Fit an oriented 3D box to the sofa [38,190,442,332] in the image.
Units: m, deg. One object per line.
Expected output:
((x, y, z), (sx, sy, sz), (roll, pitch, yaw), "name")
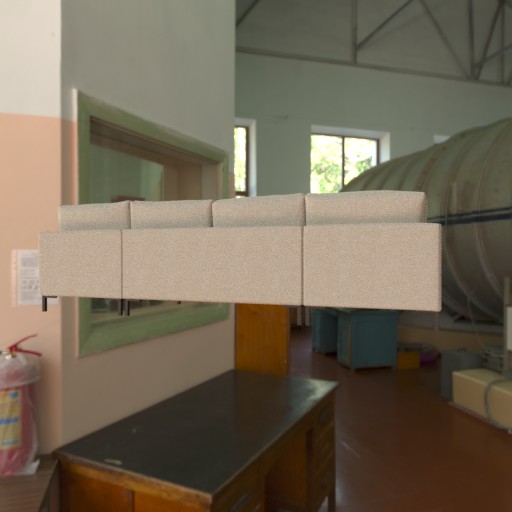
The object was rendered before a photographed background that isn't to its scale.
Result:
((0.000, 0.000, 3.924), (2.984, 0.862, 1.989), (0, 0, 19), "sofa")
